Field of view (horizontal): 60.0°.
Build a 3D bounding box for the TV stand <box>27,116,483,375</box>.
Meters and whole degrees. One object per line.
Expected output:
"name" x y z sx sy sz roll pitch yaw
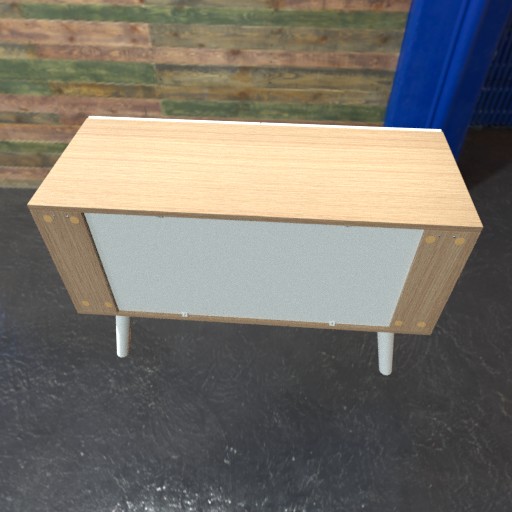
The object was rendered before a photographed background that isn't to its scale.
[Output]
"TV stand" 0.000 0.000 1.336 0.991 0.660 0.407 3 46 3
